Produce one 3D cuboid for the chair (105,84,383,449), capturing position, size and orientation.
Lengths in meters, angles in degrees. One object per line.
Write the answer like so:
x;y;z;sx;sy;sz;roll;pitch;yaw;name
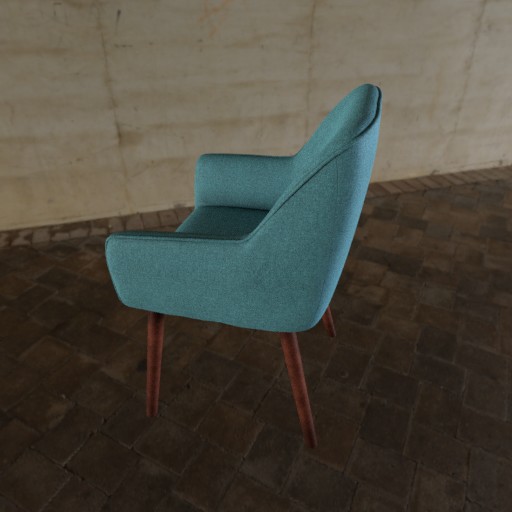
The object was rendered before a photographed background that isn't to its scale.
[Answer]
0.000;0.000;1.140;0.519;0.803;0.543;8;33;13;chair
